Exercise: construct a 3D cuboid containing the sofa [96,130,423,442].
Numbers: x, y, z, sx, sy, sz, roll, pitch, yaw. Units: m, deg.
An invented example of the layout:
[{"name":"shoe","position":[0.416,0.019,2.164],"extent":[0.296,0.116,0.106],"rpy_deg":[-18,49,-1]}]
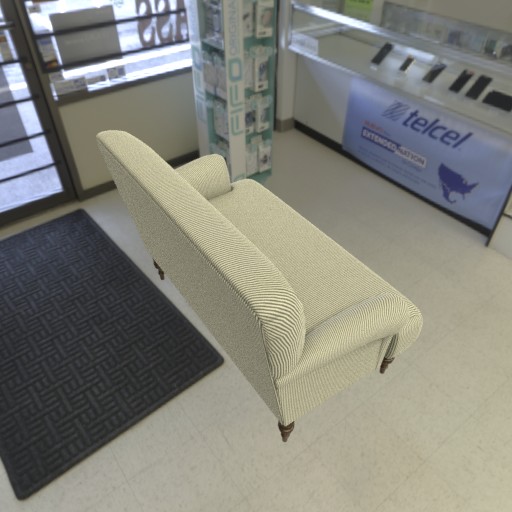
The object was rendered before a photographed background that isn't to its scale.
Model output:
[{"name":"sofa","position":[0.000,0.000,1.862],"extent":[0.779,0.889,1.297],"rpy_deg":[-25,47,-25]}]
